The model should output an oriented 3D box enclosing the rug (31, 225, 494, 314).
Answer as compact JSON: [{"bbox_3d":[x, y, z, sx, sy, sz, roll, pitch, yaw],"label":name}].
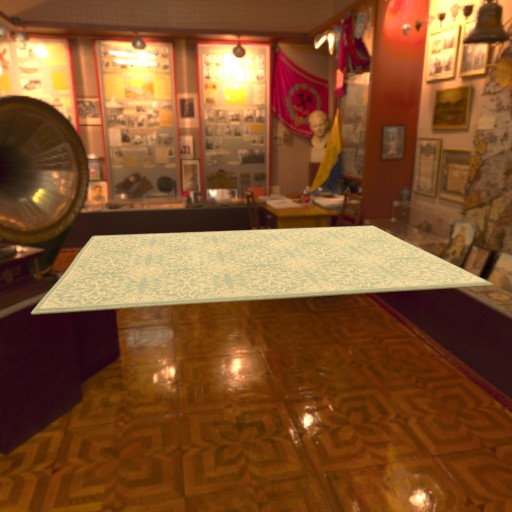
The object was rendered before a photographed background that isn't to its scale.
[{"bbox_3d":[0.000,0.000,3.446,2.746,0.018,1.819,-3,16,-9],"label":"rug"}]
